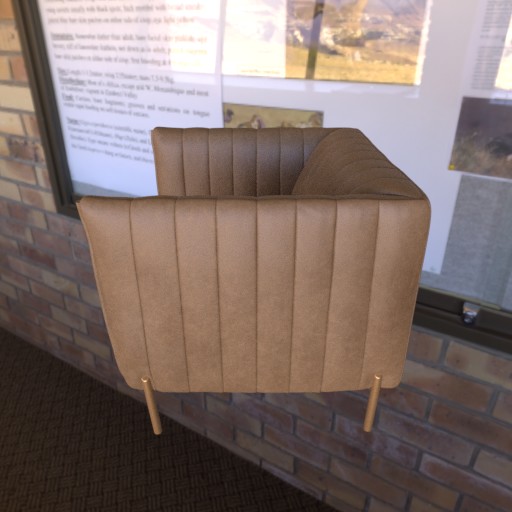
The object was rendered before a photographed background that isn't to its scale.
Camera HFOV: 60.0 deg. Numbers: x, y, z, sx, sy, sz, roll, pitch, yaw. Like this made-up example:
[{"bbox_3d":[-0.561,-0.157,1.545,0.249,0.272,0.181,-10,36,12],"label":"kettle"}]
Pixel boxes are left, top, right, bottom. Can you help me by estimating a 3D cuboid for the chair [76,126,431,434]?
[{"bbox_3d":[0.000,0.000,1.626,0.876,0.779,0.981,0,27,0],"label":"chair"}]
